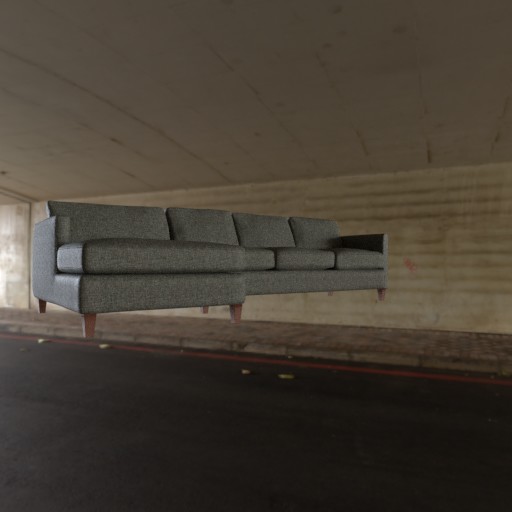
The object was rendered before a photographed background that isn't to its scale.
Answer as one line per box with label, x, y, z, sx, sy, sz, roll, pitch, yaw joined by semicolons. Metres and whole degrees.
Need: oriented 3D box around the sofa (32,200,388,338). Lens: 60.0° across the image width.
sofa;0.000;0.000;4.041;3.485;0.960;1.635;1;-1;-35
